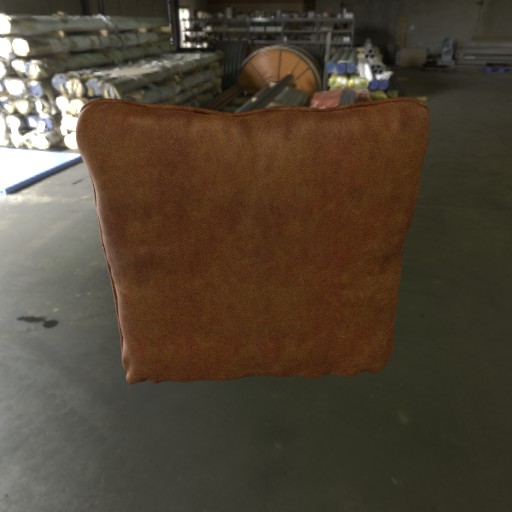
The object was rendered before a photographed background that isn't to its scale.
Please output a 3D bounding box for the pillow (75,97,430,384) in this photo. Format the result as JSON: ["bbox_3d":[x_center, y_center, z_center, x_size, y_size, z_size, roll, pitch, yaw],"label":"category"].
[{"bbox_3d":[0.000,0.000,0.716,0.489,0.490,0.130,-1,28,-2],"label":"pillow"}]
